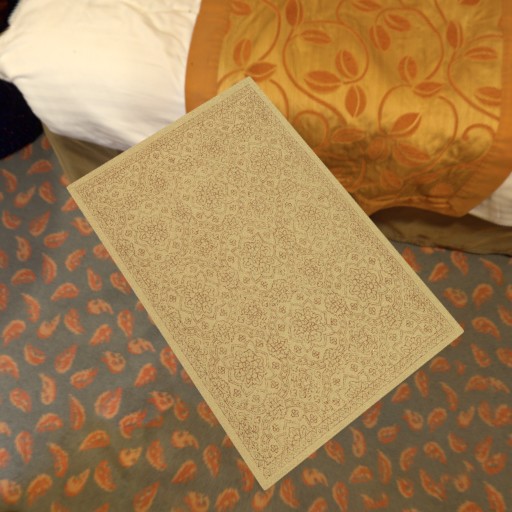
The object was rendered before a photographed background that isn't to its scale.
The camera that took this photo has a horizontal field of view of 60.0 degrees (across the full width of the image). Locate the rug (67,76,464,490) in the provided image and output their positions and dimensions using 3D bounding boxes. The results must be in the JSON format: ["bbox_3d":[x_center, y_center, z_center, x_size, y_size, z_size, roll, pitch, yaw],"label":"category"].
[{"bbox_3d":[0.000,0.000,2.292,1.219,0.010,1.829,-35,77,-9],"label":"rug"}]
